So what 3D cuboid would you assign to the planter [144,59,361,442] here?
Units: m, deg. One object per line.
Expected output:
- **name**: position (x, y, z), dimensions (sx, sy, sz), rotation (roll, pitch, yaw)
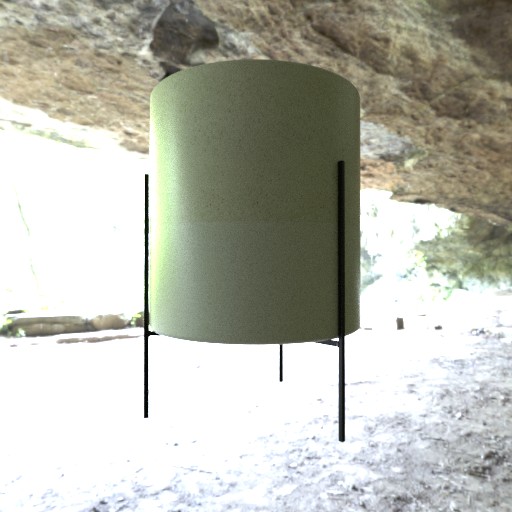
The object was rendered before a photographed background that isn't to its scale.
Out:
- **planter**: position (0.000, 0.000, 0.704), dimensions (0.324, 0.483, 0.333), rotation (0, -1, 17)
